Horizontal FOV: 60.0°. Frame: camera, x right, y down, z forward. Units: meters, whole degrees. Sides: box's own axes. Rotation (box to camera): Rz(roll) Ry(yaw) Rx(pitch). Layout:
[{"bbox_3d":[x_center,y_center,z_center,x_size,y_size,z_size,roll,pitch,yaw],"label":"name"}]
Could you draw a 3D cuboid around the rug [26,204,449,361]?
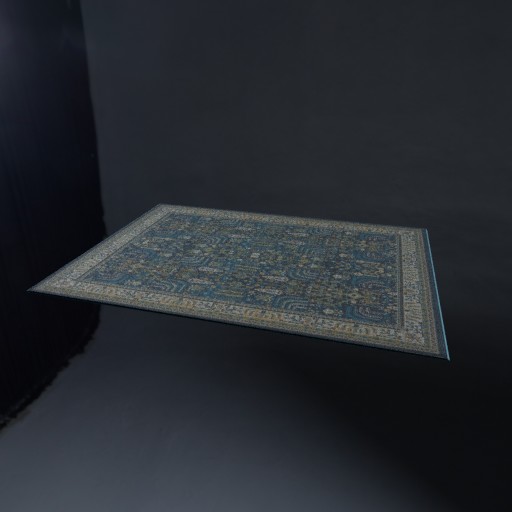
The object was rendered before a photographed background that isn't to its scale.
[{"bbox_3d":[0.000,0.000,4.002,3.044,0.015,2.226,7,26,14],"label":"rug"}]
